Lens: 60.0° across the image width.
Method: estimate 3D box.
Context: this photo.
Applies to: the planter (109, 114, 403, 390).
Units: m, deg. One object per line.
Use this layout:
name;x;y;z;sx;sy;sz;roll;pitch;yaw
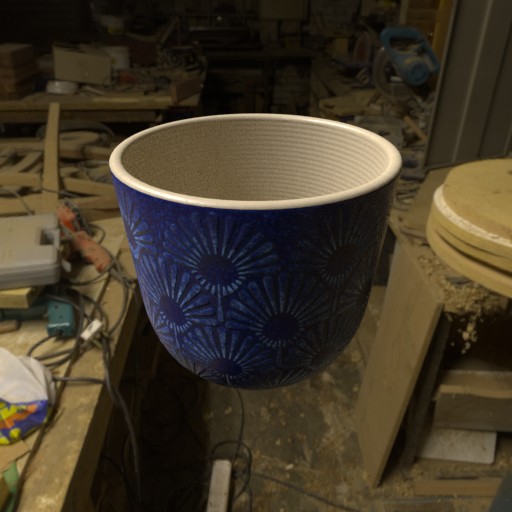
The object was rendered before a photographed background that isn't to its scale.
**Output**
planter;0.000;0.000;0.304;0.170;0.153;0.170;0;31;0
